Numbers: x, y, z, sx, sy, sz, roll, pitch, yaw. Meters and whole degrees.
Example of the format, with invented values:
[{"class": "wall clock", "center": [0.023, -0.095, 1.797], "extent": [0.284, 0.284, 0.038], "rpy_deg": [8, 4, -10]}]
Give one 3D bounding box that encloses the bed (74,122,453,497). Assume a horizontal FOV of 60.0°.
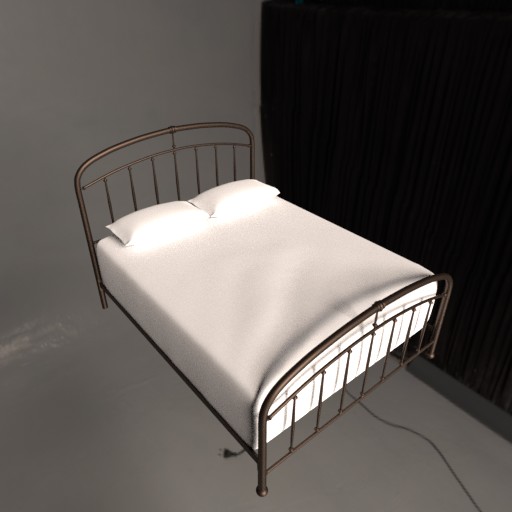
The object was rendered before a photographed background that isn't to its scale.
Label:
[{"class": "bed", "center": [0.000, 0.000, 3.215], "extent": [1.711, 1.425, 2.180], "rpy_deg": [-23, 39, -33]}]
